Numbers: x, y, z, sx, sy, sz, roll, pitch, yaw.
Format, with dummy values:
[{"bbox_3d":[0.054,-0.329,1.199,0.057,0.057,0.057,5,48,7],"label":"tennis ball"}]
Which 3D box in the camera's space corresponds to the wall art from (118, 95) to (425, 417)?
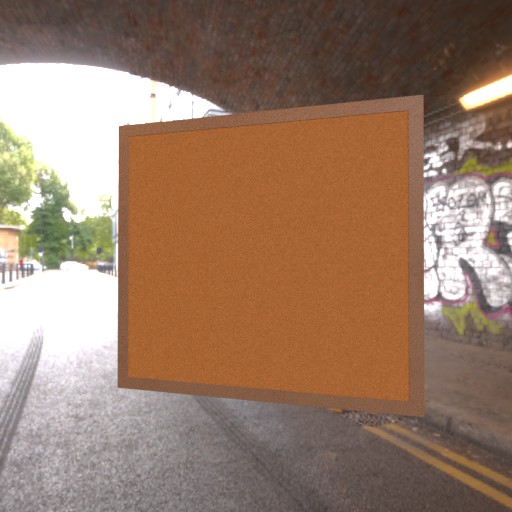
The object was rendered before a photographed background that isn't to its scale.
[{"bbox_3d":[0.000,0.000,1.647,1.168,1.067,0.025,0,-1,17],"label":"wall art"}]
